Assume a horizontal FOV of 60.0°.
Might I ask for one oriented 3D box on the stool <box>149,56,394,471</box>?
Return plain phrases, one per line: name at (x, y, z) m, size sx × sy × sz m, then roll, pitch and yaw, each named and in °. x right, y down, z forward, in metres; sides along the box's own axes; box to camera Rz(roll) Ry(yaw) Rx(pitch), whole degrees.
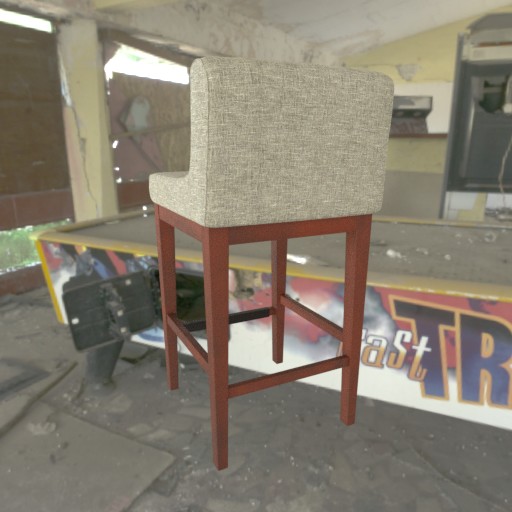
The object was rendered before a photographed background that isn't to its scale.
stool at (0.000, 0.000, 1.098) m, size 0.417 × 0.835 × 0.459 m, roll -7°, pitch 16°, yaw -26°
